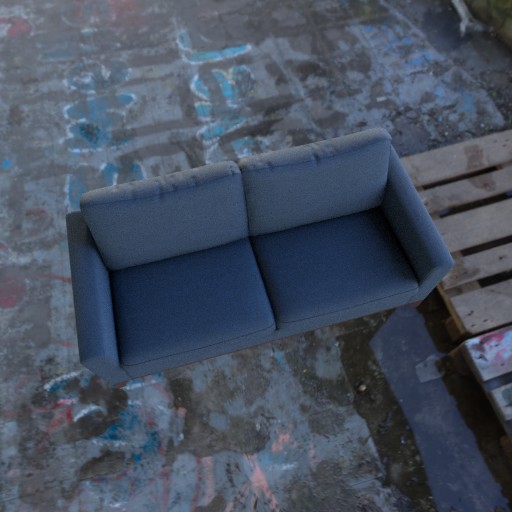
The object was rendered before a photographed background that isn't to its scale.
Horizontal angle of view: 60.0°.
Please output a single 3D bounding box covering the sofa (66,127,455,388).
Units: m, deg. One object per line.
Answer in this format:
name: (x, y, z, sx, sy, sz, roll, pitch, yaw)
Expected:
sofa: (0.000, 0.000, 2.455, 1.900, 0.865, 0.877, -14, 64, -7)
